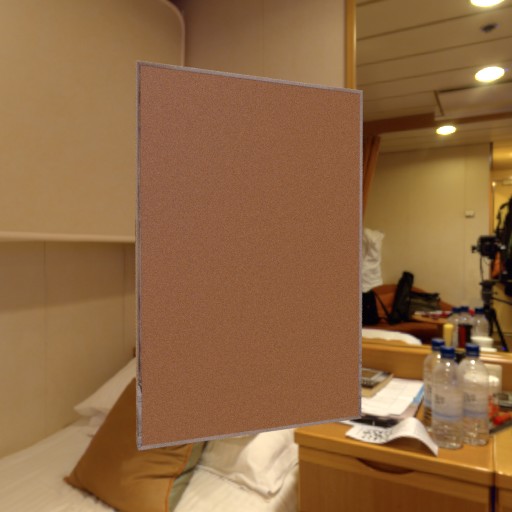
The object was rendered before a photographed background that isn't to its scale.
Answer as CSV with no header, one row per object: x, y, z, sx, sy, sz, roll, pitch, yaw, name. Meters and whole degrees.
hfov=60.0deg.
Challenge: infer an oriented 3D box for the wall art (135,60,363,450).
0.000,0.000,0.772,0.403,0.607,0.036,0,1,-19,wall art
